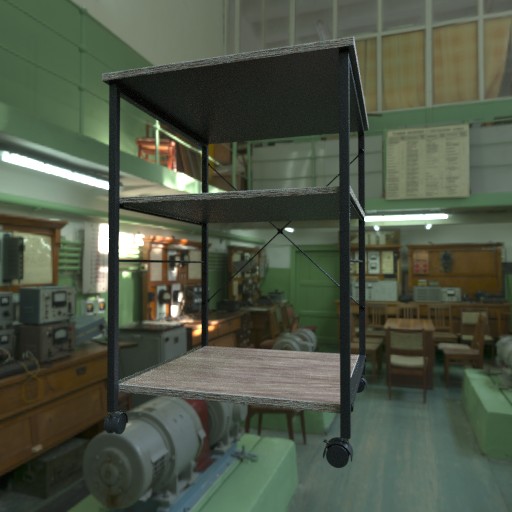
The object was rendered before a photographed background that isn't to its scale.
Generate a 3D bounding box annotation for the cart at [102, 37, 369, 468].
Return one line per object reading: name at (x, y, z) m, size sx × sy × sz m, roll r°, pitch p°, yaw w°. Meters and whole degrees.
cart at (0.000, 0.000, 1.099) m, size 0.521 × 0.762 × 0.520 m, roll 0°, pitch -1°, yaw 17°
